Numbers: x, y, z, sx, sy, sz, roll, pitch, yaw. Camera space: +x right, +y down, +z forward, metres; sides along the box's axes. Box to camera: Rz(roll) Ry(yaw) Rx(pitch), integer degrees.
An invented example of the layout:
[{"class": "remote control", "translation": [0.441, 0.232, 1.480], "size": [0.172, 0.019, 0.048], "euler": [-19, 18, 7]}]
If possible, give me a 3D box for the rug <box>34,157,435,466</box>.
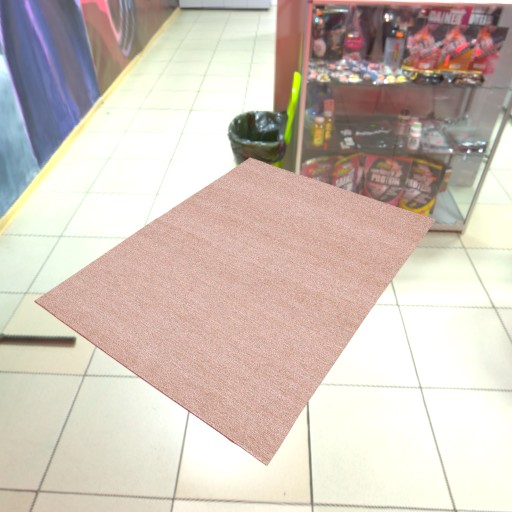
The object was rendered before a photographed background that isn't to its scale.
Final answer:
[{"class": "rug", "translation": [0.000, 0.000, 4.265], "size": [2.434, 0.045, 3.202], "euler": [25, 46, 26]}]
